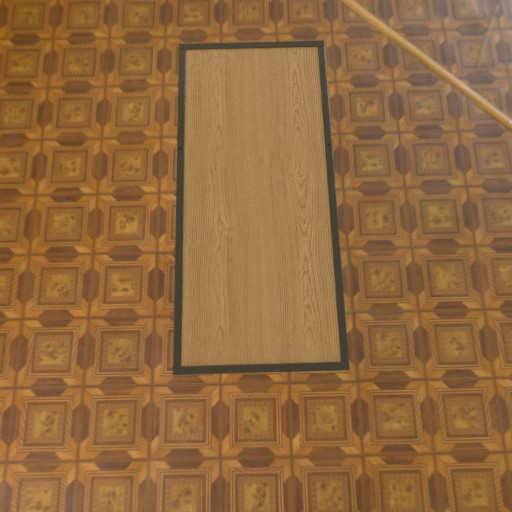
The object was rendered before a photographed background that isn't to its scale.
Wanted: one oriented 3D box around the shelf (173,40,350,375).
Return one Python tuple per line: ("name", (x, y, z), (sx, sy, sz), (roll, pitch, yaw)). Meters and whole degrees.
("shelf", (0.000, 0.000, 1.522), (0.350, 1.138, 0.770), (-1, 76, 0))
